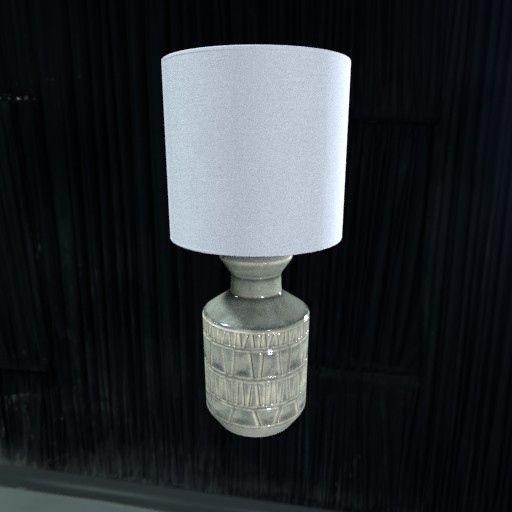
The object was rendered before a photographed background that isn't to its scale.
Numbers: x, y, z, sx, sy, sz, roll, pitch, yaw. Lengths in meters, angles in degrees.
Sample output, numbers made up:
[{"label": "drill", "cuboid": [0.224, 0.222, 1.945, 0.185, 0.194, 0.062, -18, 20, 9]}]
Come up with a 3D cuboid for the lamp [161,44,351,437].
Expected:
[{"label": "lamp", "cuboid": [0.000, 0.000, 0.563, 0.211, 0.455, 0.211, 2, 15, 7]}]
